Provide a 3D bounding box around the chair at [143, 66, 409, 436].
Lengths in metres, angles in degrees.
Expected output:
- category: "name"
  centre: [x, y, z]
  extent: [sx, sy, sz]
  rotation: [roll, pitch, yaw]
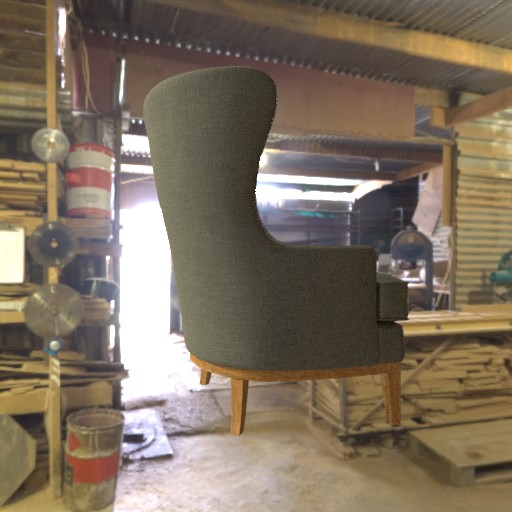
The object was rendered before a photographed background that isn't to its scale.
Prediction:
- category: "chair"
  centre: [0.000, 0.000, 1.796]
  extent: [0.883, 1.176, 0.864]
  rotation: [0, 0, -17]
